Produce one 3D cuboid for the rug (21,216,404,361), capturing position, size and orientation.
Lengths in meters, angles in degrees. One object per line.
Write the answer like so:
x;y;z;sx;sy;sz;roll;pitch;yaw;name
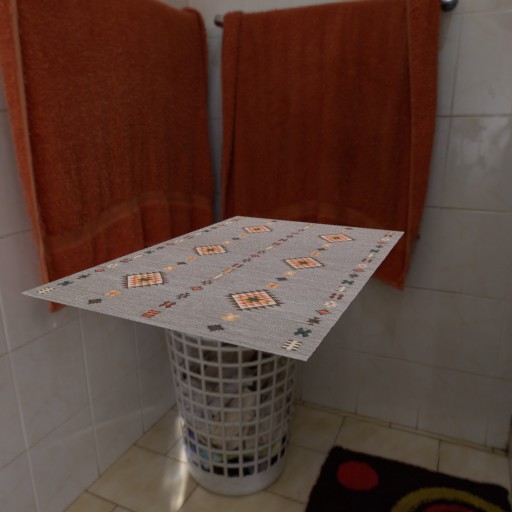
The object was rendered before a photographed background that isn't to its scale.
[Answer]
0.000;0.000;2.308;1.217;0.005;1.818;8;18;25;rug
